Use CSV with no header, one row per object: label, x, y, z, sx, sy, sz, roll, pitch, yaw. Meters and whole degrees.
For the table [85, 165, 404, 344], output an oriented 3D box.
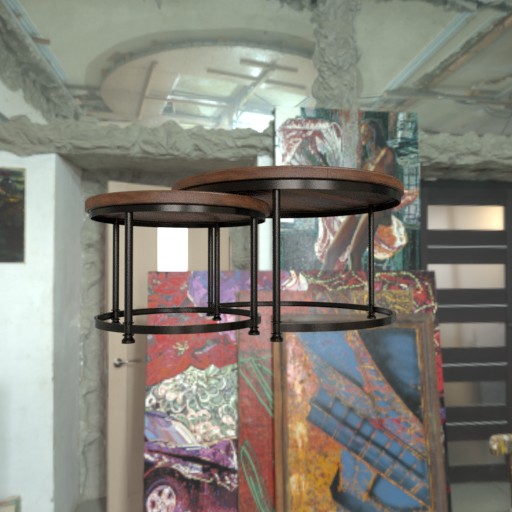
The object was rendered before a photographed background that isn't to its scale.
table,0.000,0.000,1.632,1.152,0.516,0.870,1,-1,-36
